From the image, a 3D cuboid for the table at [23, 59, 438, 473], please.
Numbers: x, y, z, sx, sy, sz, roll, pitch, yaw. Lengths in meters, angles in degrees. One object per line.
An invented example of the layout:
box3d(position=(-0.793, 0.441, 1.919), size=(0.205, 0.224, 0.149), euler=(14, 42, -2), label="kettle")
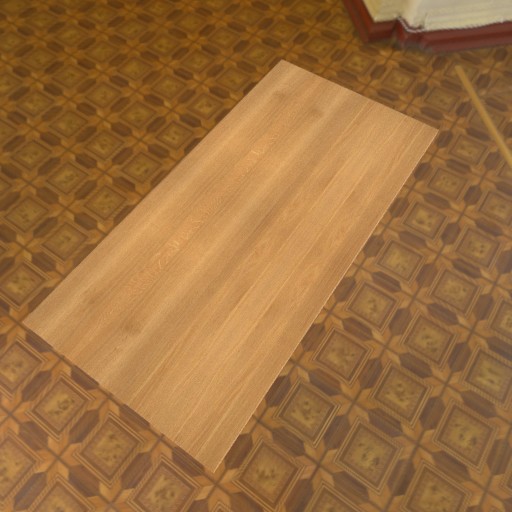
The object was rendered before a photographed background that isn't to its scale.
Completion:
box3d(position=(0.000, 0.000, 2.230), size=(0.900, 0.750, 1.800), euler=(31, 66, 16), label="table")
